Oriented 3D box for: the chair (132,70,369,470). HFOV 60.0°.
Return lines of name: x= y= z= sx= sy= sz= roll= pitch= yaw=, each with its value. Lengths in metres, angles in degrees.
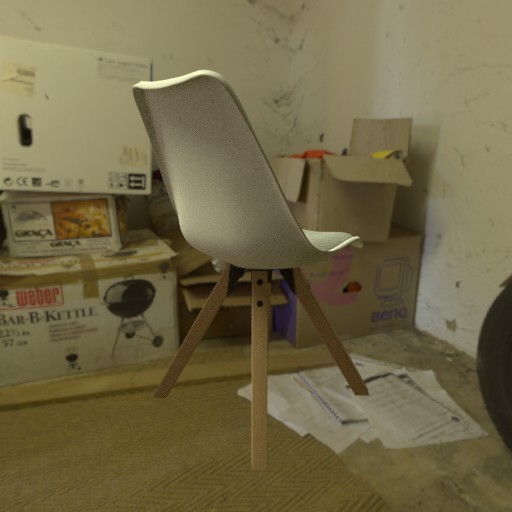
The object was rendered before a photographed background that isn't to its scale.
chair: x=0.000 y=0.000 z=1.185 sx=0.550 sy=0.850 sz=0.485 roll=-13 pitch=19 yaw=-43
